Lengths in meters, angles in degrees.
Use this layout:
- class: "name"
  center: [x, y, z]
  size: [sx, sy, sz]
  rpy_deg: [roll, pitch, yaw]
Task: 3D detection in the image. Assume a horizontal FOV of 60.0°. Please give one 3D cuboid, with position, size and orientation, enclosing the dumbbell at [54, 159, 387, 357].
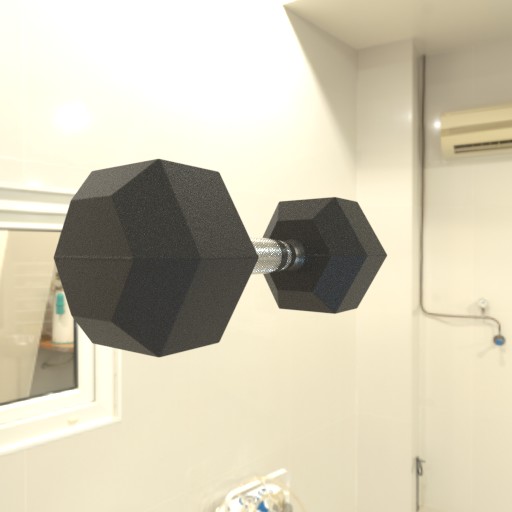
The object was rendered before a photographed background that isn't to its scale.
- class: "dumbbell"
  center: [0.000, 0.000, 0.377]
  size: [0.129, 0.113, 0.315]
  rpy_deg: [0, 1, 37]
